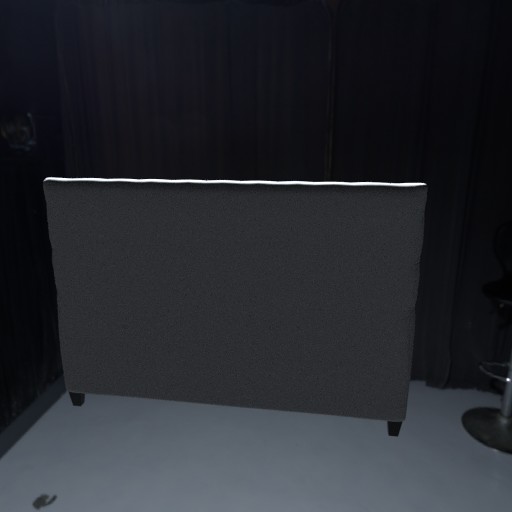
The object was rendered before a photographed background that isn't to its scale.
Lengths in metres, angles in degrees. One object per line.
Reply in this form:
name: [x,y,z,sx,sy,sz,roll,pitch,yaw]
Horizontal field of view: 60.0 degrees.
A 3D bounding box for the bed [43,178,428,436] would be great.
bed: [0.000,0.000,3.596,2.078,1.427,2.387,2,15,8]
